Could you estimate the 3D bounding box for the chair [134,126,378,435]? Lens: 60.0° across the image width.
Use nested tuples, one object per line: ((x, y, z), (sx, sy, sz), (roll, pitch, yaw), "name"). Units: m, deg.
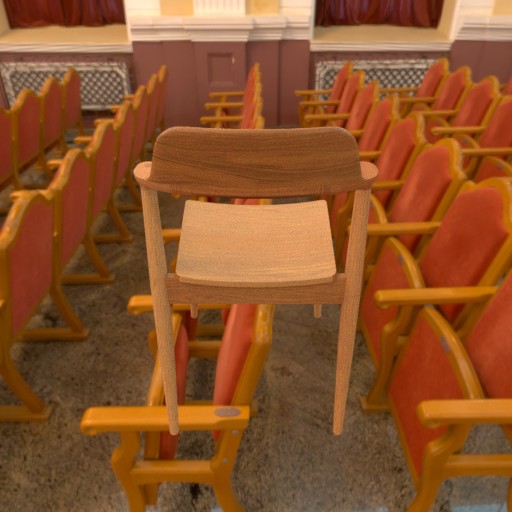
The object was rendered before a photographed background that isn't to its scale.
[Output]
((0.000, 0.000, 1.160), (0.512, 0.792, 0.499), (0, 31, 0), "chair")
